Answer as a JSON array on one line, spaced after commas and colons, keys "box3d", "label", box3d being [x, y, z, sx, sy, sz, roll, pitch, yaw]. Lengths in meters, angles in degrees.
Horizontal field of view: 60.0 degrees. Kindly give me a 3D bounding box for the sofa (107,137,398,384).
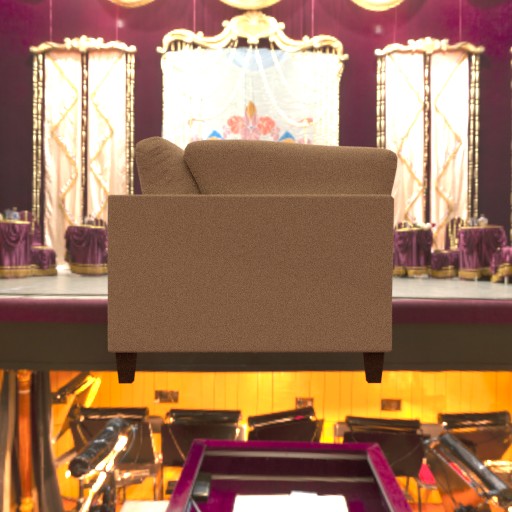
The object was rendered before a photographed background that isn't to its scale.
[{"box3d": [0.000, 0.000, 2.295, 0.970, 0.836, 1.776, 0, 0, 0], "label": "sofa"}]
